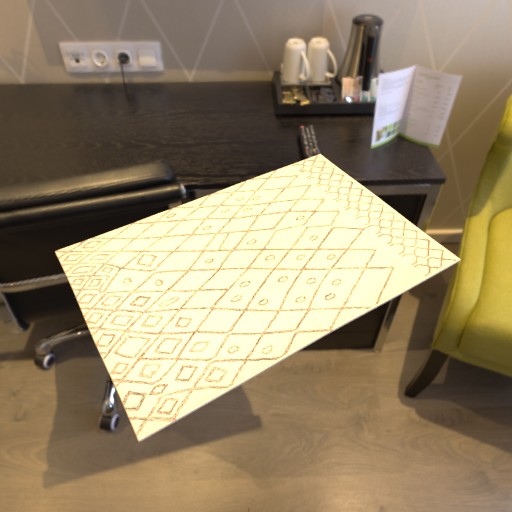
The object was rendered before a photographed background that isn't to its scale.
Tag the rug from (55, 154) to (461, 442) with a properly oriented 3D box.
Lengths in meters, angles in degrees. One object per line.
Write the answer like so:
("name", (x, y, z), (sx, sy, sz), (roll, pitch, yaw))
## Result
("rug", (0.000, 0.000, 2.399), (1.828, 0.015, 1.222), (-24, 50, -22))
